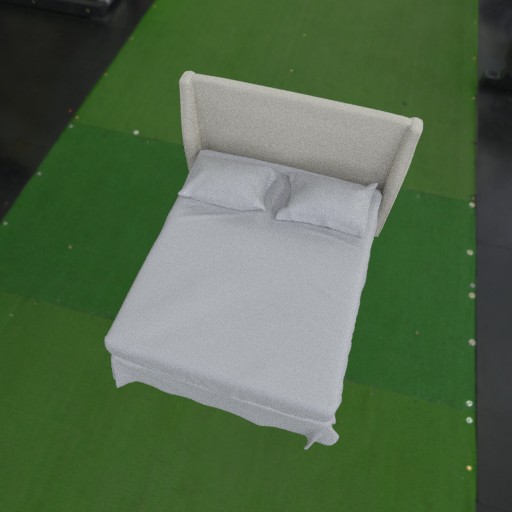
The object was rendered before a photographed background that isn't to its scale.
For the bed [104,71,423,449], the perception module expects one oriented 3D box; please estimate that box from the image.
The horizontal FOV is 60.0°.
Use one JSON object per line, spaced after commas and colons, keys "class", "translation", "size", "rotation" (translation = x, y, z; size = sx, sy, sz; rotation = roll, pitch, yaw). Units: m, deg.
{"class": "bed", "translation": [0.000, 0.000, 3.429], "size": [1.925, 1.332, 2.276], "rotation": [15, 60, 9]}
